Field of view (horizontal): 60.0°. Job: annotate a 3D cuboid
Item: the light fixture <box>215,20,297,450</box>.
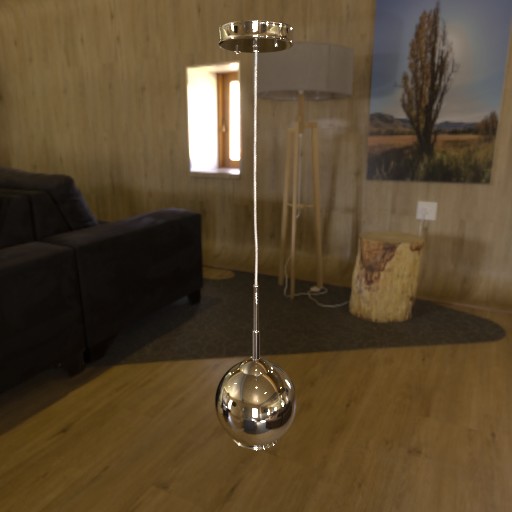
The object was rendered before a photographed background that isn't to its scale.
[{"bbox_3d":[0.000,0.000,1.654,0.336,1.538,0.336,14,20,42],"label":"light fixture"}]
